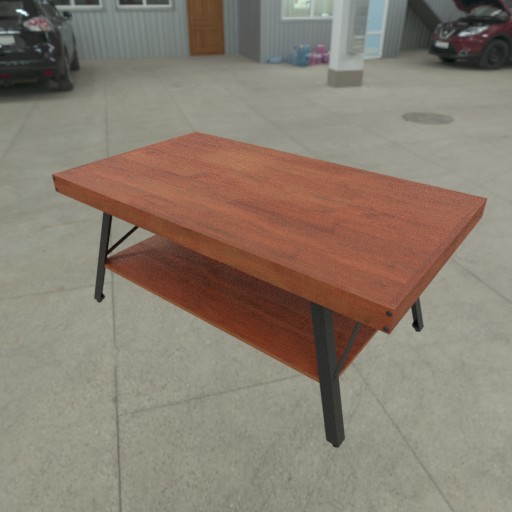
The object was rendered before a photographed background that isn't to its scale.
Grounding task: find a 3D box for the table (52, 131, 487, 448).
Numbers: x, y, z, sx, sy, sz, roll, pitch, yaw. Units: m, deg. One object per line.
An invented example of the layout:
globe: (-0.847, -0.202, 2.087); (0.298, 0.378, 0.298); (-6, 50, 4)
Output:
table: (0.000, 0.000, 1.355); (1.067, 0.457, 0.610); (22, 37, 32)
